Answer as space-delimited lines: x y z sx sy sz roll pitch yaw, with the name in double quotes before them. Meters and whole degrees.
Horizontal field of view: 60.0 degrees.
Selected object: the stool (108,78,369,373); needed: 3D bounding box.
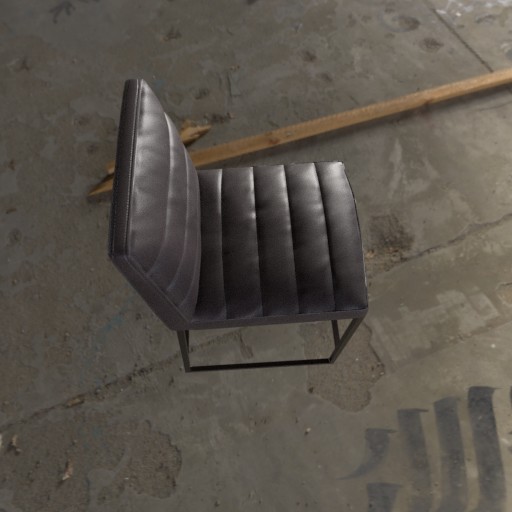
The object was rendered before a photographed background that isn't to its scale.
"stool" 0.000 0.000 1.282 0.562 0.946 0.463 -3 63 -2
